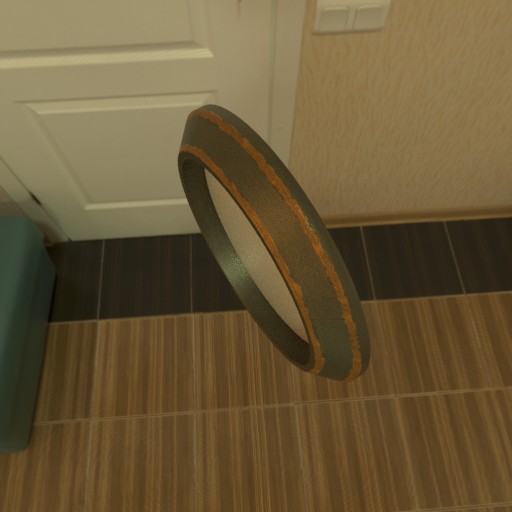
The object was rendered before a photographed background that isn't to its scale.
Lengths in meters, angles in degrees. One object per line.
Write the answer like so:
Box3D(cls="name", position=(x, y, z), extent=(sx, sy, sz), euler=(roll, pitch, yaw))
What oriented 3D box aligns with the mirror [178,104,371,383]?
Box3D(cls="mirror", position=(0.000, 0.000, 1.350), extent=(0.111, 0.907, 0.907), euler=(-31, 68, -14))
